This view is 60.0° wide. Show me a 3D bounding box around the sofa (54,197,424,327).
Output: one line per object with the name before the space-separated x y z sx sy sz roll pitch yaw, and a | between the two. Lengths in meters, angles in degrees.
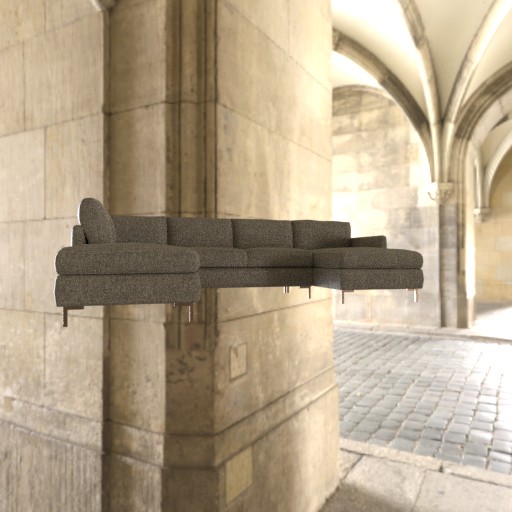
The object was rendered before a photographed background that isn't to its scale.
sofa | 0.000 0.000 3.568 2.737 0.756 1.879 0 0 -16
